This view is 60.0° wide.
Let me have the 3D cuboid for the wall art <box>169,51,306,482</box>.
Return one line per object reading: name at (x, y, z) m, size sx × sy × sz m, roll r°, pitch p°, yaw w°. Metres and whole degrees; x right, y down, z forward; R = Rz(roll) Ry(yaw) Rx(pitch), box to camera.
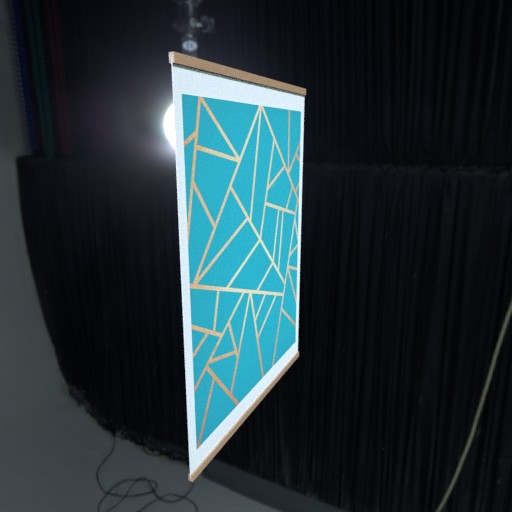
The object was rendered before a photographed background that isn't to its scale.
wall art at (0.000, 0.000, 1.337) m, size 0.013 × 1.016 × 0.758 m, roll 7°, pitch 16°, yaw 25°
